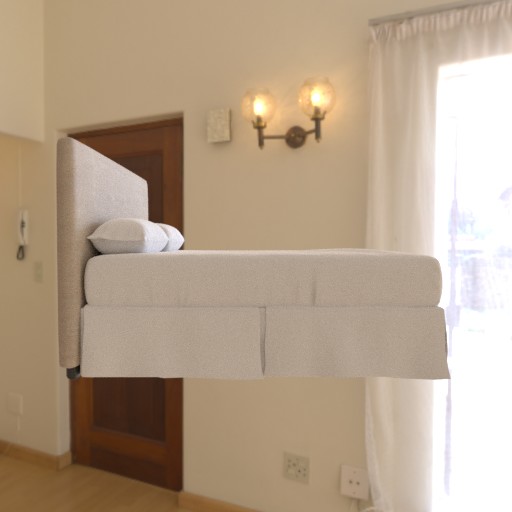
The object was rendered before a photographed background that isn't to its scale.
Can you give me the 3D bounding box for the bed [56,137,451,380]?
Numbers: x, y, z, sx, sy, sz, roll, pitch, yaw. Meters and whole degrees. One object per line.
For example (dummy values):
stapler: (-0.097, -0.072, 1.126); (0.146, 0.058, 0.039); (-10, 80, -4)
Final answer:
bed: (0.000, 0.000, 3.196); (2.162, 1.330, 1.713); (0, 2, 0)
